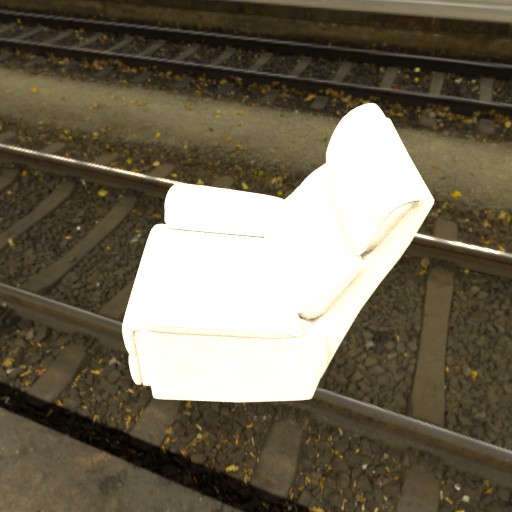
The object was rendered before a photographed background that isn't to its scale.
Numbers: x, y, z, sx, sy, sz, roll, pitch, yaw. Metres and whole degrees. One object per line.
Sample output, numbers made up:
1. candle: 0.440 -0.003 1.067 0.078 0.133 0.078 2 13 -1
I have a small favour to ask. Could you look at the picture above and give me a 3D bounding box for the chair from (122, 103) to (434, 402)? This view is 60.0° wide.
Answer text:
1. chair: 0.000 0.000 1.733 1.001 1.039 0.820 0 41 0
